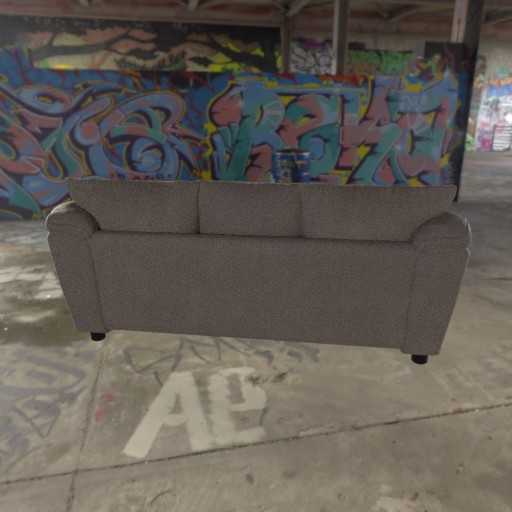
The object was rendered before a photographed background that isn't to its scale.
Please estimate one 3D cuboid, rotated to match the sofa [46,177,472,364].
[{"bbox_3d":[0.000,0.000,2.762,2.334,0.996,0.878,2,17,8],"label":"sofa"}]
